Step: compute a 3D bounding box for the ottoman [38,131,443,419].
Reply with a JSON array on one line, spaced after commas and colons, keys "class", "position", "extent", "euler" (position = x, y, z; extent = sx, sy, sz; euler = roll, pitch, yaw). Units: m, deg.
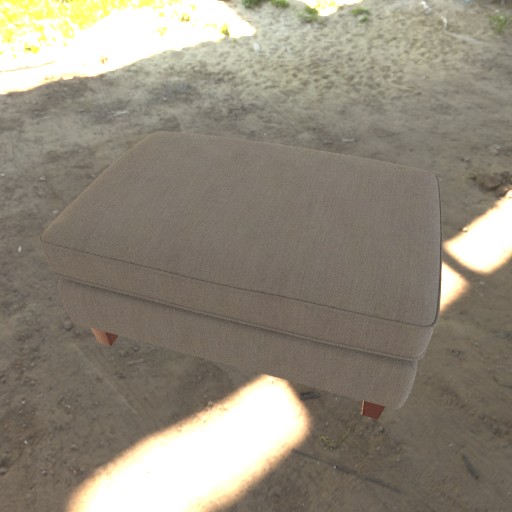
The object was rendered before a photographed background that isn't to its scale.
[{"class": "ottoman", "position": [0.000, 0.000, 1.291], "extent": [0.941, 0.480, 0.636], "euler": [12, 42, 13]}]
